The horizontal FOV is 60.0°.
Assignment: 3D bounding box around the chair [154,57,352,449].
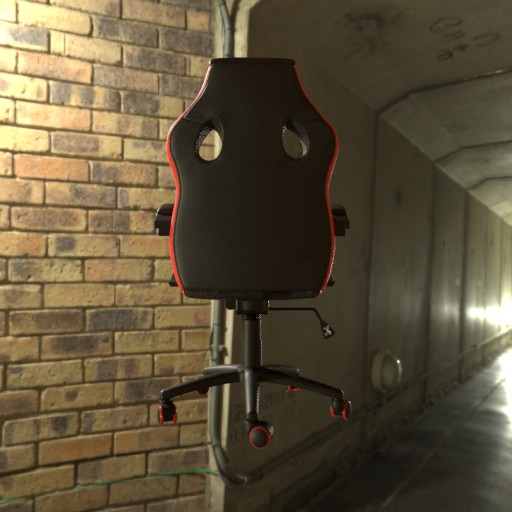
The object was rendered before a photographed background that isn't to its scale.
[{"bbox_3d":[0.000,0.000,1.415,0.600,1.016,0.642,0,-2,-1],"label":"chair"}]
